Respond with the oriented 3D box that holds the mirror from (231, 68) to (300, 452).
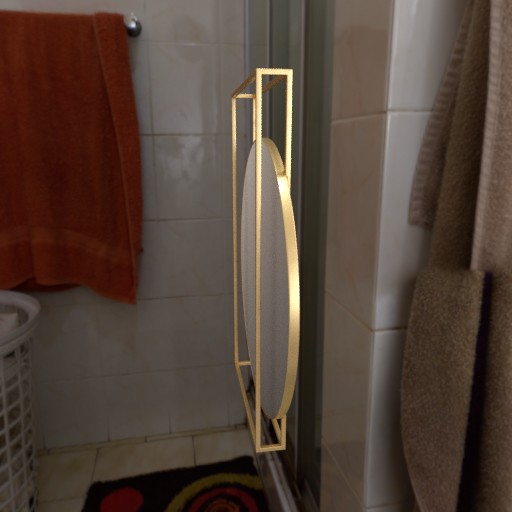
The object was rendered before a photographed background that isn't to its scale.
[{"bbox_3d":[0.000,0.000,0.828,0.051,0.603,0.508,-2,14,-9],"label":"mirror"}]
